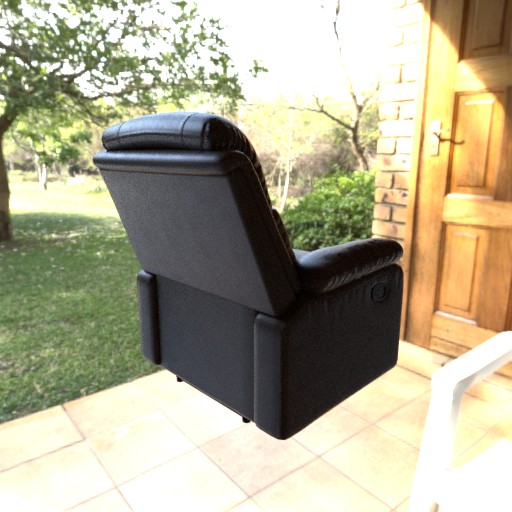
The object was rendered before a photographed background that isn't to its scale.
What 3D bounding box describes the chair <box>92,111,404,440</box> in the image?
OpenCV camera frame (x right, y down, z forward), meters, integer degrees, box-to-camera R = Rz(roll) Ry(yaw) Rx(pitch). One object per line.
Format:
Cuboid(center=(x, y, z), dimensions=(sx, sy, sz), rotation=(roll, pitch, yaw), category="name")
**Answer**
Cuboid(center=(0.000, 0.000, 1.670), dimensions=(0.919, 0.992, 0.855), rotation=(-13, 18, -43), category="chair")
